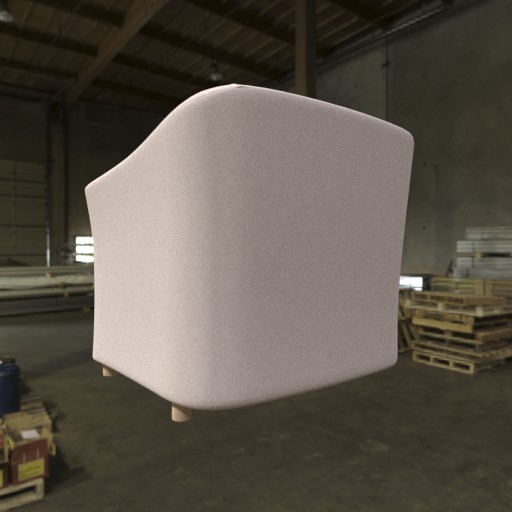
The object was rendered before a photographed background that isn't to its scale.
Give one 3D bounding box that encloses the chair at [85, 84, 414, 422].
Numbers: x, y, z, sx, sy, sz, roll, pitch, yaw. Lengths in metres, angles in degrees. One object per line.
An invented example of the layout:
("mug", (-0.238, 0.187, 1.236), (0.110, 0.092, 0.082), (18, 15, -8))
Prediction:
("chair", (0.000, 0.000, 1.319), (0.790, 0.720, 0.700), (-1, 1, -38))
